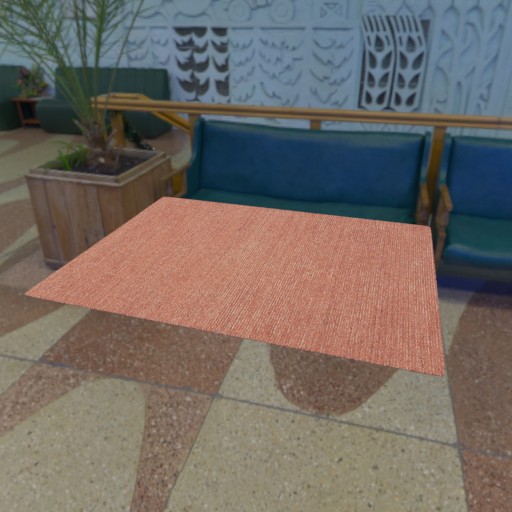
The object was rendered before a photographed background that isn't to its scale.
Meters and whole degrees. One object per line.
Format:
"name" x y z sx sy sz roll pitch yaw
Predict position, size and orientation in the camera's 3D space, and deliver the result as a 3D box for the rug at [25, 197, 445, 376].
"rug" 0.000 0.000 2.756 2.112 0.009 1.594 8 29 15
